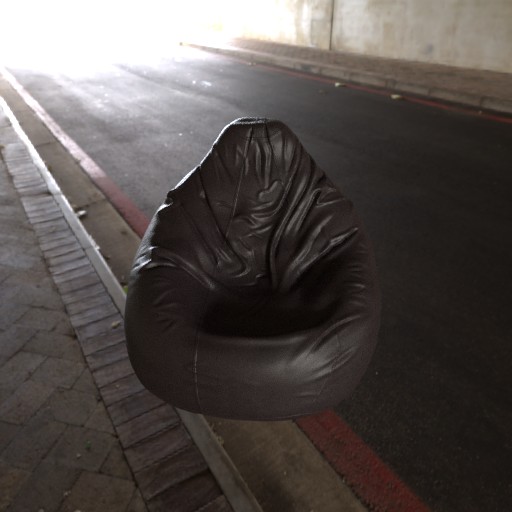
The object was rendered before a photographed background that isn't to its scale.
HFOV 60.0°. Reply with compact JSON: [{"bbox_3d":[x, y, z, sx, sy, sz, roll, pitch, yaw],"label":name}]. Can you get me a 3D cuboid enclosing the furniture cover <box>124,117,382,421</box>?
[{"bbox_3d":[0.000,0.000,1.871,1.070,0.990,1.070,0,30,1],"label":"furniture cover"}]
